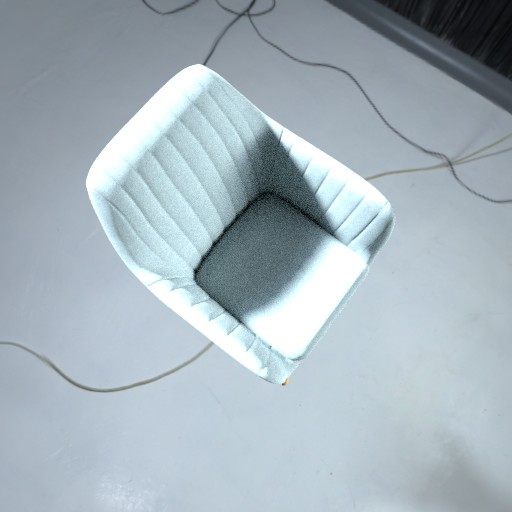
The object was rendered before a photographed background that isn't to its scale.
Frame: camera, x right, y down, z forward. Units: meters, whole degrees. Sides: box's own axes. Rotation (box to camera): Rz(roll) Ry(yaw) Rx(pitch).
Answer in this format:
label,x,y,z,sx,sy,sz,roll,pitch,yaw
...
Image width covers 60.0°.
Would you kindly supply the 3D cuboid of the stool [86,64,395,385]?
label,x,y,z,sx,sy,sz,roll,pitch,yaw
stool,0.000,0.000,1.209,0.590,0.830,0.503,37,78,9
